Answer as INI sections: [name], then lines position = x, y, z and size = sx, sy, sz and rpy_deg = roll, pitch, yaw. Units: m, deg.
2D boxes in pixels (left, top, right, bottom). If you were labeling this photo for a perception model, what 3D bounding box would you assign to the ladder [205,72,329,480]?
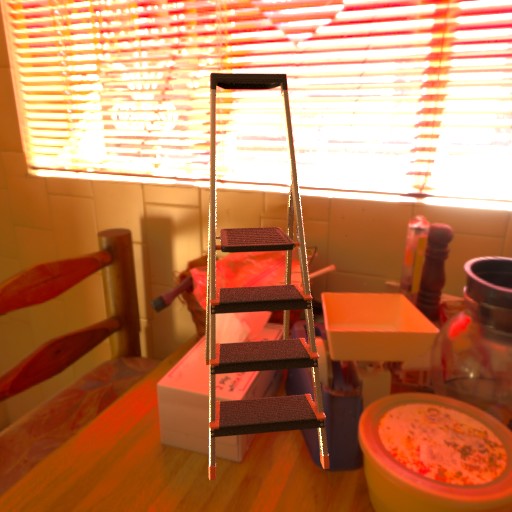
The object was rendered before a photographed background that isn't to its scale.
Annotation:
[ladder]
position = 0.000, 0.000, 1.815
size = 0.452, 1.429, 0.834
rpy_deg = -2, 17, -7
